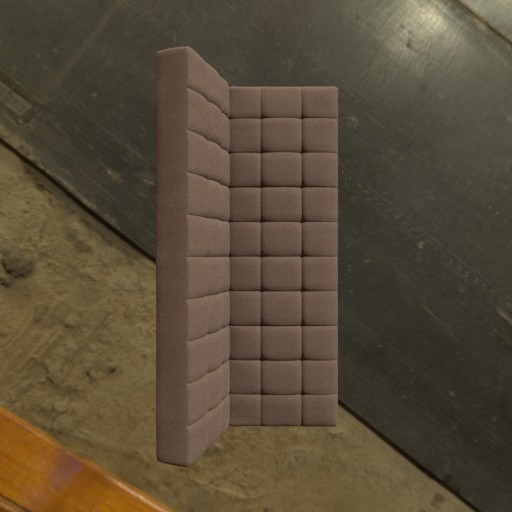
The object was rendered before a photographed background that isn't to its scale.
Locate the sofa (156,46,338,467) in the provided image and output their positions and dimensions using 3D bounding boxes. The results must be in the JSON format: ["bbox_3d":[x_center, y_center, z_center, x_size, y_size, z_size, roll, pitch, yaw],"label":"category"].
[{"bbox_3d":[0.000,0.000,2.257,0.860,0.810,1.800,0,90,0],"label":"sofa"}]
